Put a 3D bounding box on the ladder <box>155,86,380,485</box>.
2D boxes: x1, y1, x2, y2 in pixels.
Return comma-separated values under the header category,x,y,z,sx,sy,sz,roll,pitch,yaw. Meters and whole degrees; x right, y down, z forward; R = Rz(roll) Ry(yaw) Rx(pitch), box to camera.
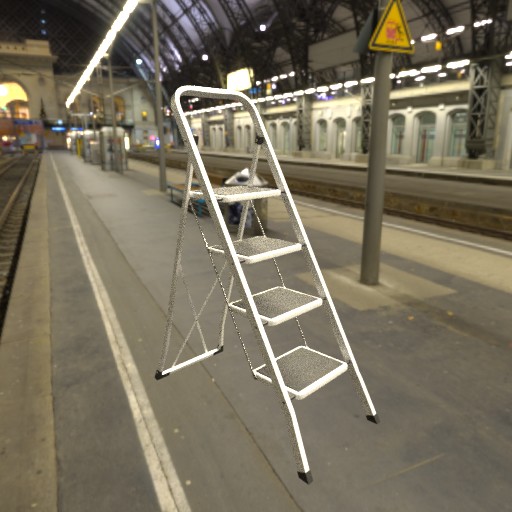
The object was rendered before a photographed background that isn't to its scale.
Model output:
category,x,y,z,sx,sy,sz,roll,pitch,yaw
ladder,0.000,0.000,1.727,0.914,1.265,0.460,14,20,42
